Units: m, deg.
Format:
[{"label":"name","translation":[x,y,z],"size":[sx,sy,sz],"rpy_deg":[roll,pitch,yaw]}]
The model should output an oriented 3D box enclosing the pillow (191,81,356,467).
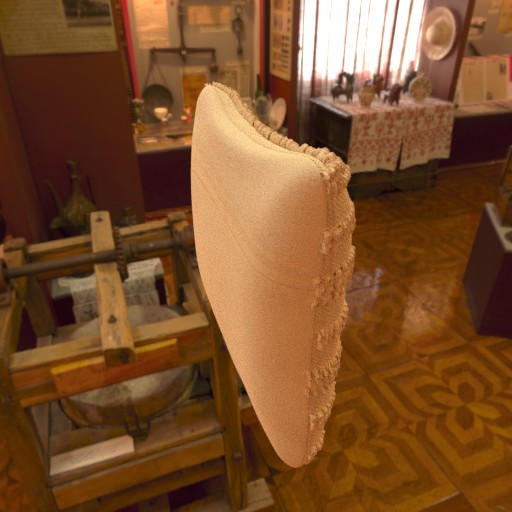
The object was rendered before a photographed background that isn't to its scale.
[{"label":"pillow","translation":[0.000,0.000,0.651],"size":[0.145,0.427,0.437],"rpy_deg":[-10,33,-16]}]
